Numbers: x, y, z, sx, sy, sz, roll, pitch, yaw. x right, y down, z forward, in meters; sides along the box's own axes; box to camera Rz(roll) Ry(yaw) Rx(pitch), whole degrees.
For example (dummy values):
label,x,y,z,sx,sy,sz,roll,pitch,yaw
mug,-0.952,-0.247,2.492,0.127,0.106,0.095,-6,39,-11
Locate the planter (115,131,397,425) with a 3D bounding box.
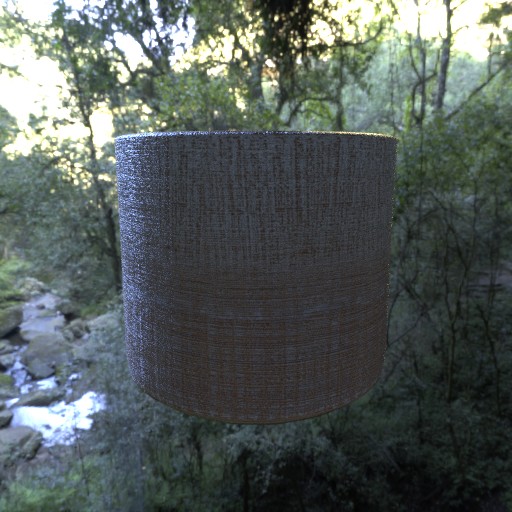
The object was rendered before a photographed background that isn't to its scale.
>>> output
label,x,y,z,sx,sy,sz,roll,pitch,yaw
planter,0.000,0.000,0.185,0.109,0.096,0.109,0,13,0
